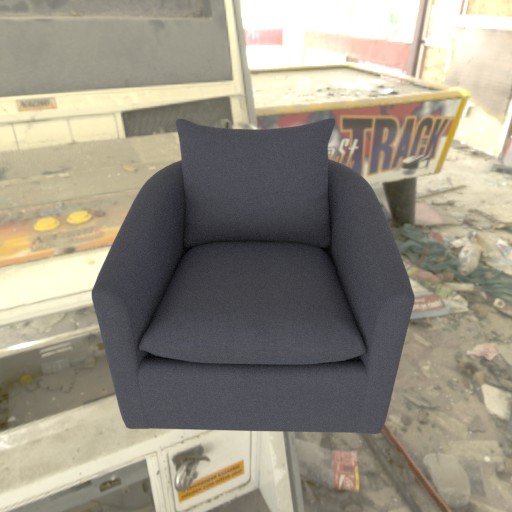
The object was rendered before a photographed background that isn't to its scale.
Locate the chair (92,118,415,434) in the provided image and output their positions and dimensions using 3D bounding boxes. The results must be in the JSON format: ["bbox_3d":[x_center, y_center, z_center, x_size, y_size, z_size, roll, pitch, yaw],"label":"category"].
[{"bbox_3d":[0.000,0.000,1.581,0.845,0.848,0.910,1,30,1],"label":"chair"}]
